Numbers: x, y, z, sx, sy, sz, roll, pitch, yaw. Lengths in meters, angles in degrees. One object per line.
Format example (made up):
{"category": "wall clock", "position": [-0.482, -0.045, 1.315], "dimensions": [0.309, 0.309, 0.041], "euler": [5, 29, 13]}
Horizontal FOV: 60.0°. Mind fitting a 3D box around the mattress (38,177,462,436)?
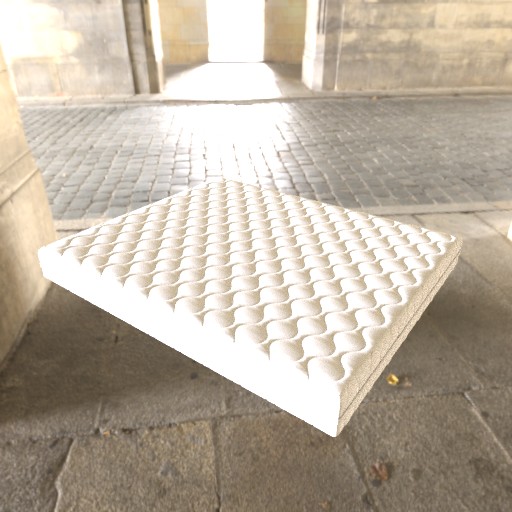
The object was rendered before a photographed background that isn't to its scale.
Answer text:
{"category": "mattress", "position": [0.000, 0.000, 2.601], "dimensions": [1.900, 0.200, 1.600], "euler": [19, 34, 31]}
